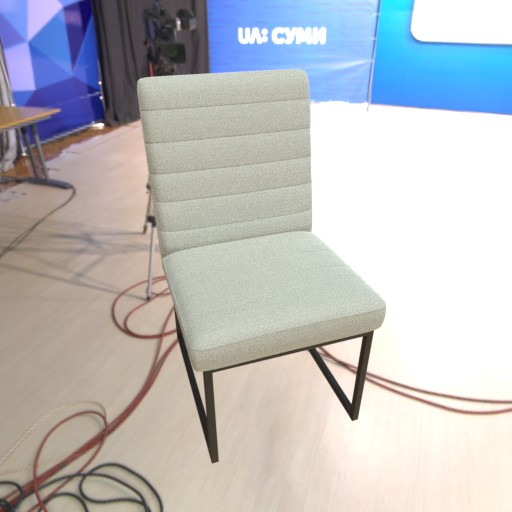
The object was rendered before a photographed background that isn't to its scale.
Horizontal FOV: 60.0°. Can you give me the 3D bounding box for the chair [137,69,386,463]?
[{"bbox_3d":[0.000,0.000,1.303,0.520,0.930,0.634,-10,33,-16],"label":"chair"}]
